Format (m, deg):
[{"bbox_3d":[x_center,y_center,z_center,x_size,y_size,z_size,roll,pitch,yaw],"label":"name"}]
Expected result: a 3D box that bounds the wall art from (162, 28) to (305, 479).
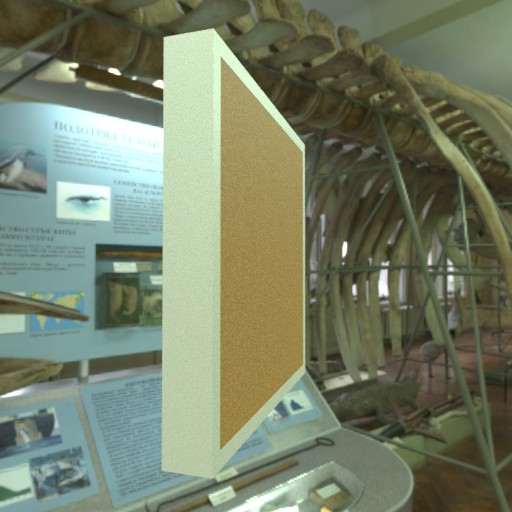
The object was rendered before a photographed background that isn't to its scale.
[{"bbox_3d":[0.000,0.000,0.447,0.038,0.302,0.305,0,-1,18],"label":"wall art"}]
